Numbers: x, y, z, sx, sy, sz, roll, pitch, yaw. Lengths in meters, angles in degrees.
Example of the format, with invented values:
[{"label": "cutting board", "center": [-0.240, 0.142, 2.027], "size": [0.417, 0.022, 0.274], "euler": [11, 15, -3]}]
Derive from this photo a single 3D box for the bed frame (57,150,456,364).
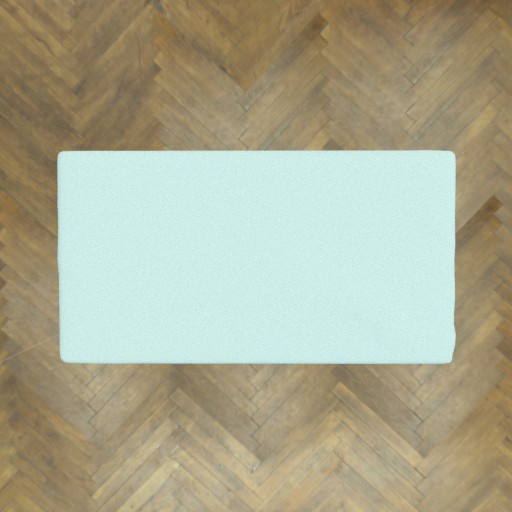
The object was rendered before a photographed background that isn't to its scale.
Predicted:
[{"label": "bed frame", "center": [0.000, 0.000, 2.357], "size": [1.908, 0.640, 1.025], "euler": [0, 92, 0]}]
